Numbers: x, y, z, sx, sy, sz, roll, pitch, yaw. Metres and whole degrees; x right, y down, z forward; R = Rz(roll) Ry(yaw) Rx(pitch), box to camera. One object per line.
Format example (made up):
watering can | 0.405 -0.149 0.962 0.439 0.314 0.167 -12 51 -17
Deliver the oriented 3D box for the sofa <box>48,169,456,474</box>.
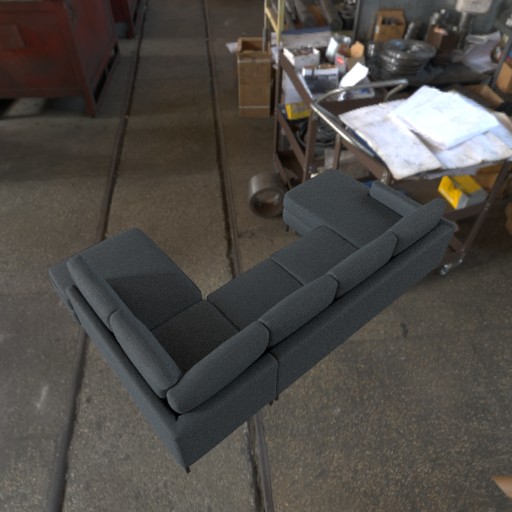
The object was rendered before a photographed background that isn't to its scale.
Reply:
sofa | 0.000 0.000 3.872 2.975 0.858 1.984 -31 53 -27
